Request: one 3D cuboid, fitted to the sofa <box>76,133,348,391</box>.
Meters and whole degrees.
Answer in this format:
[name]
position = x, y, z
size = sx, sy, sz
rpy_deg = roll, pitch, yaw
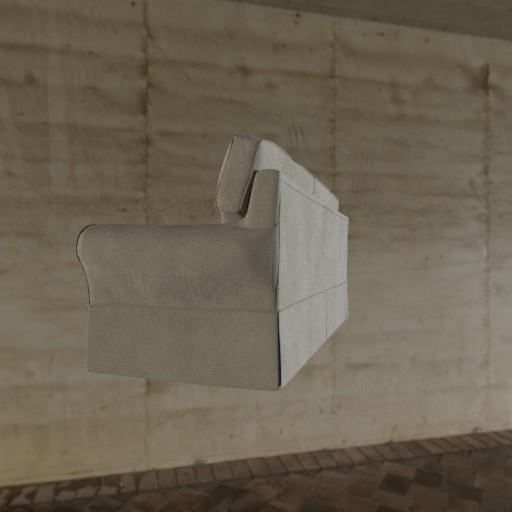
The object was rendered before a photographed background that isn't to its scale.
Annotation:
[sofa]
position = 0.000, 0.000, 2.769
size = 0.900, 1.014, 2.246
rpy_deg = 0, 0, 19
